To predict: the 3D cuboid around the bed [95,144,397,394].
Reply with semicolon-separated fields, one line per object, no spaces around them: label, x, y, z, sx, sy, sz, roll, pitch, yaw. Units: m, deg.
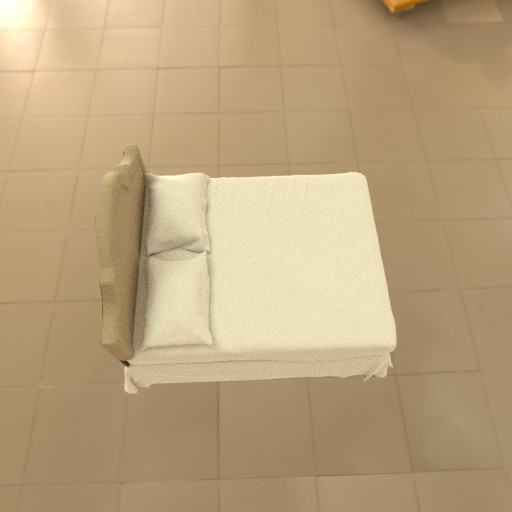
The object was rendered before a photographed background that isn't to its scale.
bed;0.000;0.000;3.456;2.222;1.634;1.780;-2;63;-1
